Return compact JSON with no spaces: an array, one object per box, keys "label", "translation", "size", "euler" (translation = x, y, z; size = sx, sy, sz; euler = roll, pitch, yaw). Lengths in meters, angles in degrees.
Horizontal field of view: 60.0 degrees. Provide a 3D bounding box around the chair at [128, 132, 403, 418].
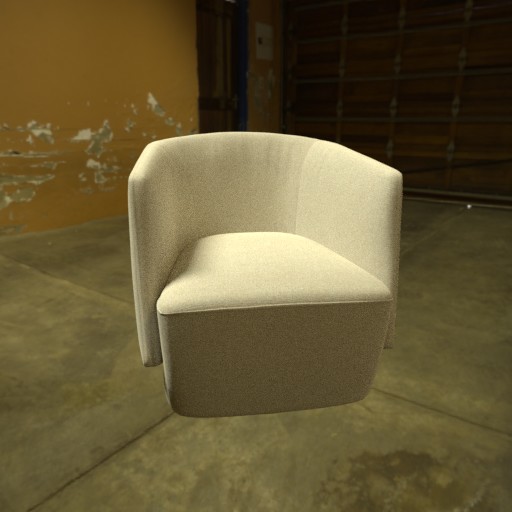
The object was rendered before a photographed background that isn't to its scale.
[{"label":"chair","translation":[0.000,0.000,1.606],"size":[0.822,0.861,0.986],"euler":[-2,16,-8]}]
